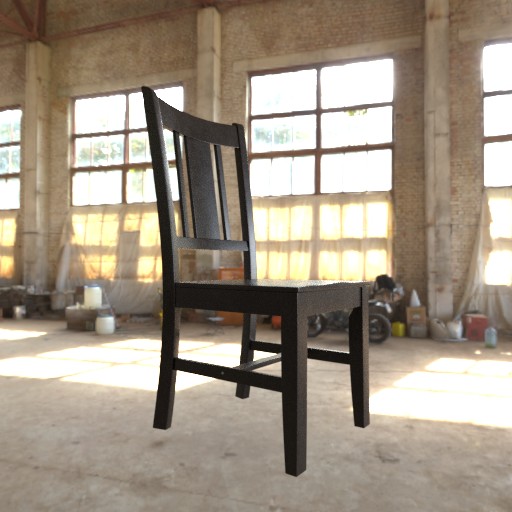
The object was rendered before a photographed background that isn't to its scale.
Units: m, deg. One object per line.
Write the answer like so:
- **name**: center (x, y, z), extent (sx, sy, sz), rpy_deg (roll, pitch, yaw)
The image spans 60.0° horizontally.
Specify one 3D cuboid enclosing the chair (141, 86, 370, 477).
- **chair**: center (0.000, 0.000, 1.320), extent (0.555, 0.998, 0.450), rpy_deg (-1, -1, 37)
